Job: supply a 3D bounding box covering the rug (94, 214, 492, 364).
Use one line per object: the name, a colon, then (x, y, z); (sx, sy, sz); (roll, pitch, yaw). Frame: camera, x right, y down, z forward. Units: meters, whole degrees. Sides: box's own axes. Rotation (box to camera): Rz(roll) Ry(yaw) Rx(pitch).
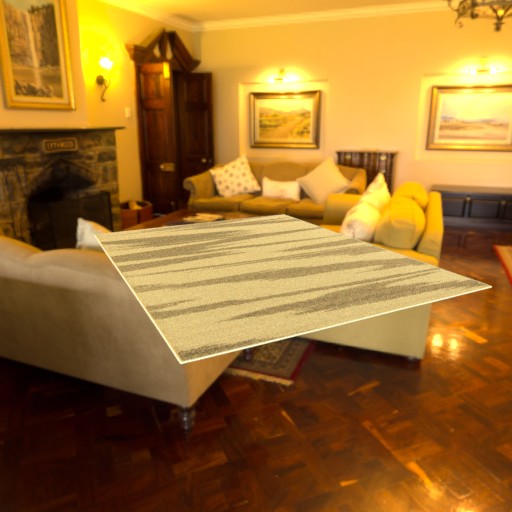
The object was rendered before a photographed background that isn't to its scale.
rug: (0.000, 0.000, 3.954); (2.353, 0.014, 2.945); (-8, 19, -26)
